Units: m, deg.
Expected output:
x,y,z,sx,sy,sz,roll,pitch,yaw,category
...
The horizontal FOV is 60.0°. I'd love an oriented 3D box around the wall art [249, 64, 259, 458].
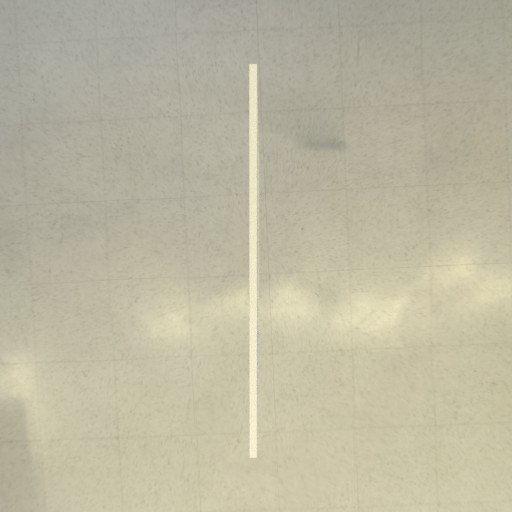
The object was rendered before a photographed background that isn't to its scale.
x,y,z,sx,sy,sz,roll,pitch,yaw,category
0.000,0.000,1.210,0.013,0.940,0.659,0,91,1,wall art
